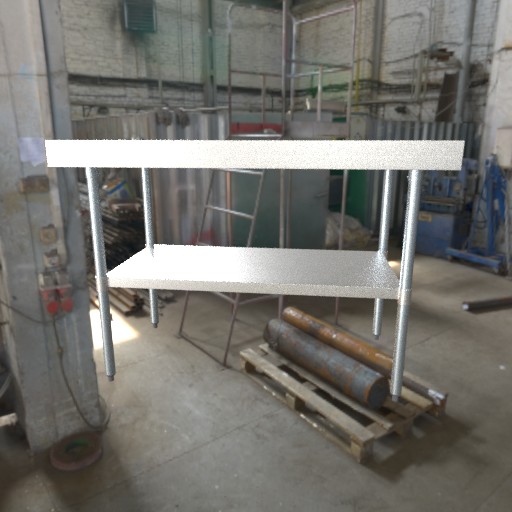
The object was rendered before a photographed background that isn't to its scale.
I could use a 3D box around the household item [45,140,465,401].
[{"bbox_3d":[0.000,0.000,1.679,1.219,0.851,0.610,2,15,7],"label":"household item"}]
